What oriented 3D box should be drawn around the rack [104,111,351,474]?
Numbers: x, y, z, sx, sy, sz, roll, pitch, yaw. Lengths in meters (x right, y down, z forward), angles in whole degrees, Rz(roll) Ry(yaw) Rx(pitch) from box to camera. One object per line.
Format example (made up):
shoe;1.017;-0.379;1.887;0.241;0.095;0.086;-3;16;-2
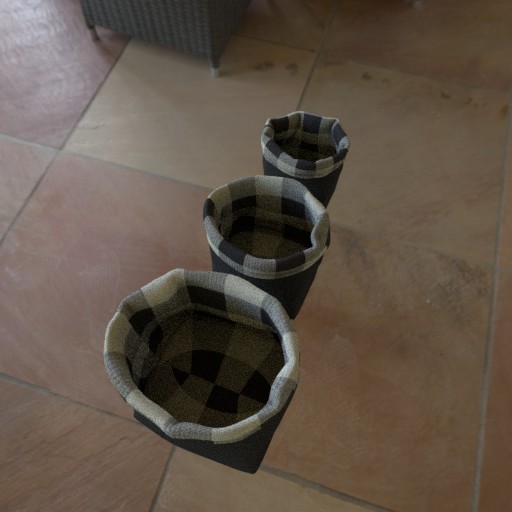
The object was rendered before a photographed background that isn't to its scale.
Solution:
rack;0.000;0.000;1.049;0.370;0.329;0.889;19;66;9
